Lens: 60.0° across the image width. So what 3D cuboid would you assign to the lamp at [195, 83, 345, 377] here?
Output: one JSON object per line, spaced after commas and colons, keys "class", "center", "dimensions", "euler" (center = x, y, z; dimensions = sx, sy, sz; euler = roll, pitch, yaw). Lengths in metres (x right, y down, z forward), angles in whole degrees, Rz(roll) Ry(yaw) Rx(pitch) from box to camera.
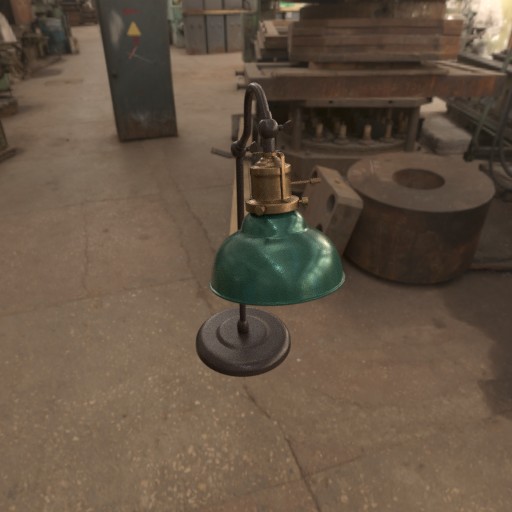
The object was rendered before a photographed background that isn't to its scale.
{"class": "lamp", "center": [0.000, 0.000, 0.691], "dimensions": [0.192, 0.508, 0.374], "euler": [-9, 32, -14]}
